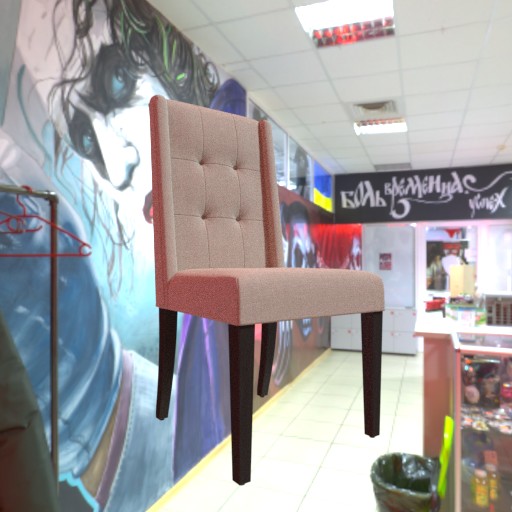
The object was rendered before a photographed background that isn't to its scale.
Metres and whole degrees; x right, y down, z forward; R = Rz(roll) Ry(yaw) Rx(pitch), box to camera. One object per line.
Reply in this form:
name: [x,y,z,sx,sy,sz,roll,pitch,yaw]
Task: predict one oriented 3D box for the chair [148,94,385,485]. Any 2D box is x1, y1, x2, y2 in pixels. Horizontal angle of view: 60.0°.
chair: [0.000,0.000,1.247,0.474,0.961,0.523,1,-1,-36]
